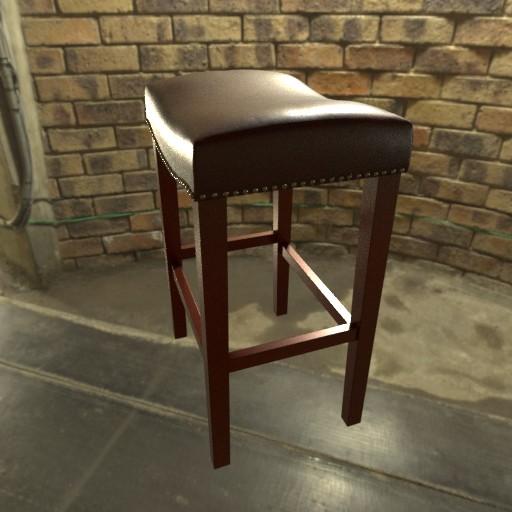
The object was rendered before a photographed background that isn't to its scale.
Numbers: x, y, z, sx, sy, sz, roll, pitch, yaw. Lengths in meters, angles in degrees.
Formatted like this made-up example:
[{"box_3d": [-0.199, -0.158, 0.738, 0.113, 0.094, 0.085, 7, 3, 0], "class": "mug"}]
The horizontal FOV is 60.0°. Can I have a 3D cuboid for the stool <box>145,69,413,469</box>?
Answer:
[{"box_3d": [0.000, 0.000, 1.020, 0.372, 0.742, 0.504, -10, 32, -17], "class": "stool"}]
